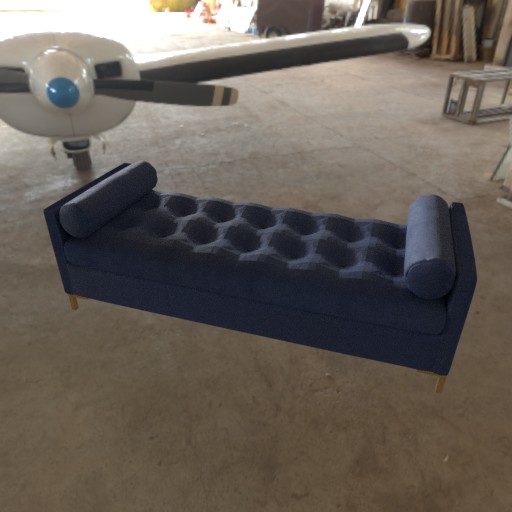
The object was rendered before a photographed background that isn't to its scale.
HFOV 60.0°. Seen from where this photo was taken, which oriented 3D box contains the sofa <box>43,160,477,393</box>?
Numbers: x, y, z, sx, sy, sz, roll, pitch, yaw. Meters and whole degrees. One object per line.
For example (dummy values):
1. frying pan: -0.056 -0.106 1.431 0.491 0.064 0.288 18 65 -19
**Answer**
1. sofa: 0.000 0.000 2.466 2.102 0.705 0.796 10 32 15
